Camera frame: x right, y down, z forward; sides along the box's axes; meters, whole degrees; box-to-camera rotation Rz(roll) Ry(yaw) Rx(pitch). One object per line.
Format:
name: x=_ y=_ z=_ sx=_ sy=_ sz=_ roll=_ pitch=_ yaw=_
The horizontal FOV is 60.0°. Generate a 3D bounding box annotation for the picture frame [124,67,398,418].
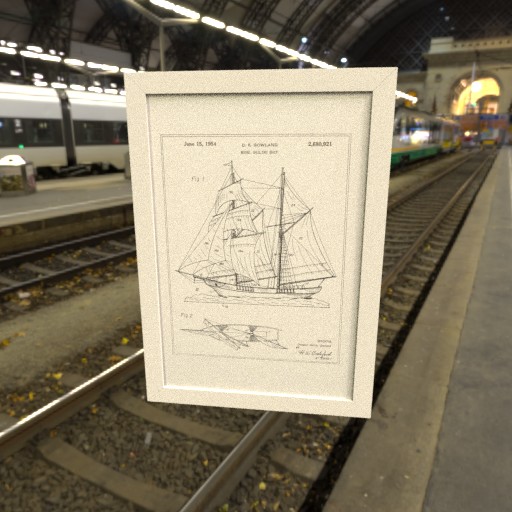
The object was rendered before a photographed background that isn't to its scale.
picture frame: x=0.000 y=0.000 z=0.589 sx=0.326 sy=0.459 sz=0.011 roll=2 pitch=15 yaw=7
